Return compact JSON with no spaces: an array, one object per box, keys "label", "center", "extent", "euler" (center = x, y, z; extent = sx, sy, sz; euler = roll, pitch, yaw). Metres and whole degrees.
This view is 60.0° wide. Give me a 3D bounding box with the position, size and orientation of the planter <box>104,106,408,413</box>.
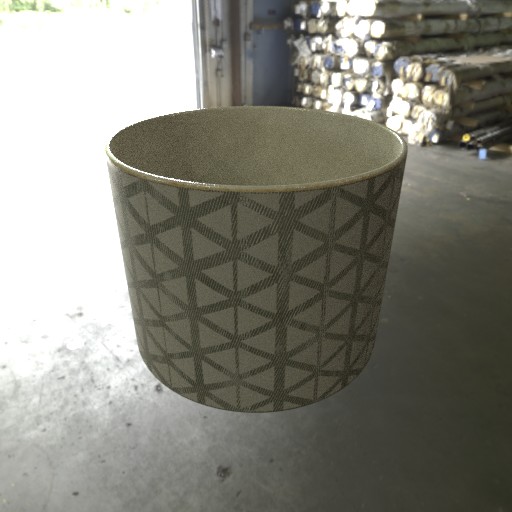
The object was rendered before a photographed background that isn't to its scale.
[{"label":"planter","center":[0.000,0.000,0.333],"extent":[0.190,0.181,0.190],"euler":[0,30,0]}]
